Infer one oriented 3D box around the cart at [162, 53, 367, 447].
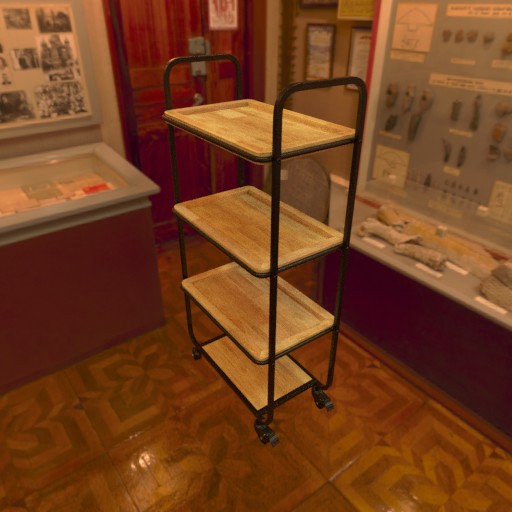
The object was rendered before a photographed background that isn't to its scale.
[{"bbox_3d":[0.000,0.000,1.359,0.321,1.080,0.545,-20,36,-30],"label":"cart"}]
